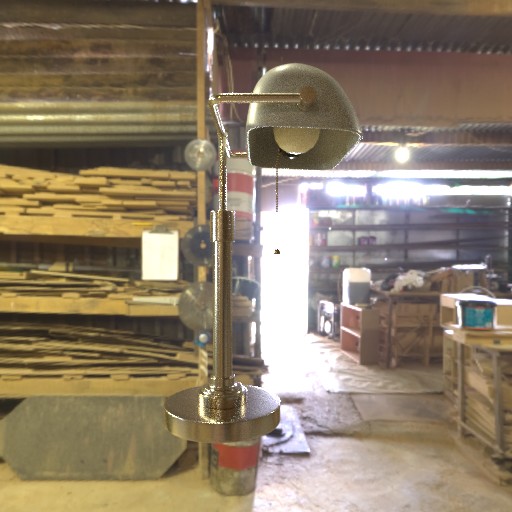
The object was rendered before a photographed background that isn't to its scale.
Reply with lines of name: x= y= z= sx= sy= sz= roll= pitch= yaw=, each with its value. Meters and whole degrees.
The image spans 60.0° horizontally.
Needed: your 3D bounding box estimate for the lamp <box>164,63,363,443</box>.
lamp: x=0.000 y=0.000 z=0.549 sx=0.227 sy=0.404 sz=0.269 roll=0 pitch=0 yaw=0
